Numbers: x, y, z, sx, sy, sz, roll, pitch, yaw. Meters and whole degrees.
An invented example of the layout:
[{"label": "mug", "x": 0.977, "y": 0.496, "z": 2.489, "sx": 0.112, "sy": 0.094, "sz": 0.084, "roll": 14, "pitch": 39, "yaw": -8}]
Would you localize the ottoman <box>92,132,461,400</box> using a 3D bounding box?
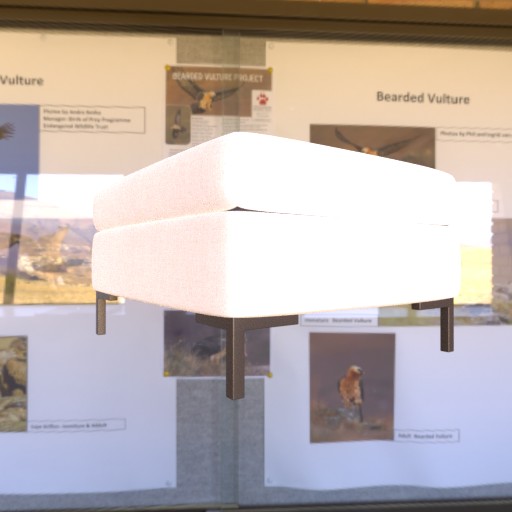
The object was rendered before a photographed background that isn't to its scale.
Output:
[{"label": "ottoman", "x": 0.000, "y": 0.000, "z": 1.168, "sx": 0.657, "sy": 0.453, "sz": 0.794, "roll": 0, "pitch": 0, "yaw": -36}]
